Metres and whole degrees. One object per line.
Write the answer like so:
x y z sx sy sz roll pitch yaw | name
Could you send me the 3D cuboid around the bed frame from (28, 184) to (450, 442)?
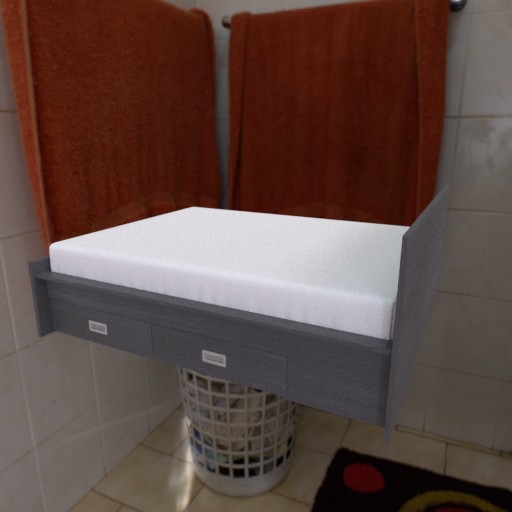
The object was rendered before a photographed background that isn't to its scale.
0.000 0.000 2.688 1.960 0.800 1.622 8 18 26 | bed frame
